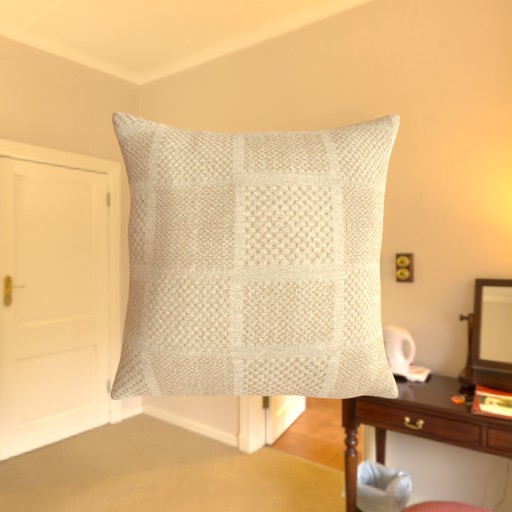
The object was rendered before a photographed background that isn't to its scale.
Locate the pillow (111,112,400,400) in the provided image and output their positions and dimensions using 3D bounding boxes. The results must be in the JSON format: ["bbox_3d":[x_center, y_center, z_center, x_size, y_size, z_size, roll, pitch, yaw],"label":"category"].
[{"bbox_3d":[0.000,0.000,0.673,0.436,0.432,0.138,0,0,-1],"label":"pillow"}]
